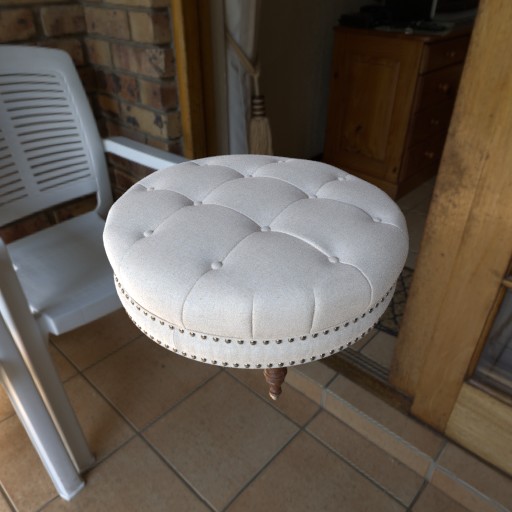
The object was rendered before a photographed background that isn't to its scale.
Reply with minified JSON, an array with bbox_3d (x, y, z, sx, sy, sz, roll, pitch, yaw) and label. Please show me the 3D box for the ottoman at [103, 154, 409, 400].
[{"bbox_3d":[0.000,0.000,1.493,0.940,0.483,0.940,0,34,0],"label":"ottoman"}]
